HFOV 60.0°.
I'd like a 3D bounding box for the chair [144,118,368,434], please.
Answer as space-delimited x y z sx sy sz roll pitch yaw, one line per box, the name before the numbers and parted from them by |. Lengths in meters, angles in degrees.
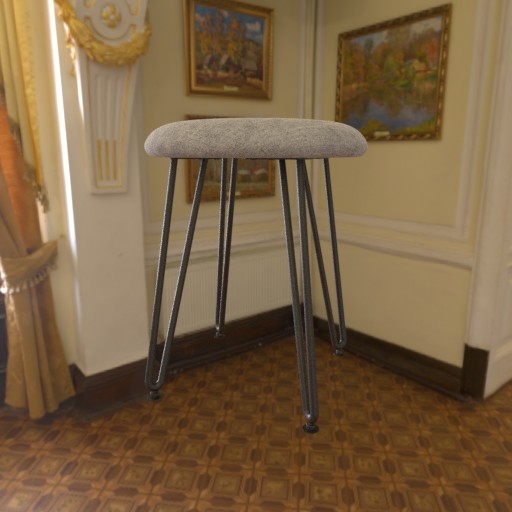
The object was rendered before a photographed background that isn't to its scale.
chair | 0.000 0.000 0.667 0.350 0.386 0.350 -6 14 -25
